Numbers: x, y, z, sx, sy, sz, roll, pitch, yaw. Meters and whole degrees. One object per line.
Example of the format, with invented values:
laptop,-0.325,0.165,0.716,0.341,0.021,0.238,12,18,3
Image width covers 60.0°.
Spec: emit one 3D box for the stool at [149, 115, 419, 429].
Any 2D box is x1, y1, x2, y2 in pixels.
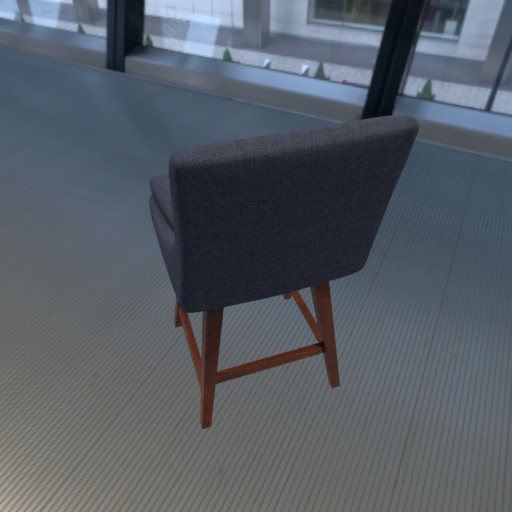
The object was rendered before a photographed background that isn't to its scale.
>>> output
stool,0.000,0.000,1.147,0.467,0.895,0.524,-13,43,-14
